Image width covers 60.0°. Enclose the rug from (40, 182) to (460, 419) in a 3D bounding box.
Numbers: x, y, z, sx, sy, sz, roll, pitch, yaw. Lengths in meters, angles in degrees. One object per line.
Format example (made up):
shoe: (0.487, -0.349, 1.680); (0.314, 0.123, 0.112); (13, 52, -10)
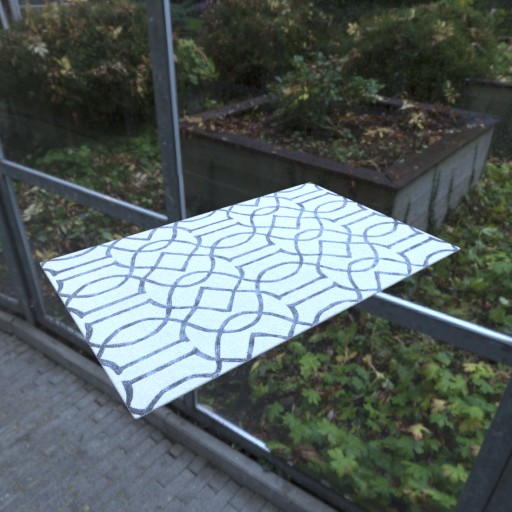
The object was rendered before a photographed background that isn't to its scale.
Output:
rug: (0.000, 0.000, 2.951); (2.365, 0.017, 1.521); (-21, 37, -31)
